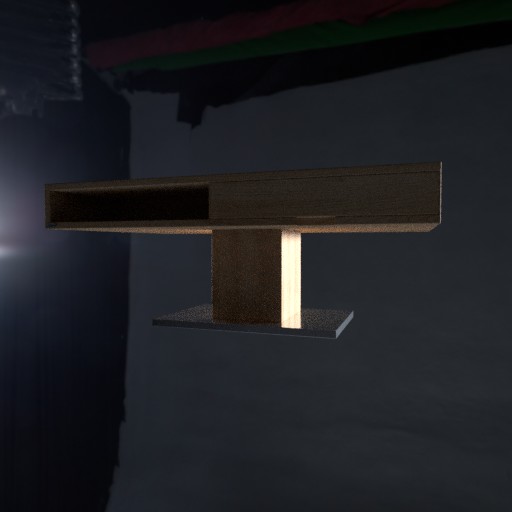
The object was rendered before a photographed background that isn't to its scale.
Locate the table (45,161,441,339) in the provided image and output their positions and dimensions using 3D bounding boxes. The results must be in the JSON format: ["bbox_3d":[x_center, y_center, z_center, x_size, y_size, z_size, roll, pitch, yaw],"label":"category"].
[{"bbox_3d":[0.000,0.000,1.483,1.100,0.440,0.700,1,2,19],"label":"table"}]
